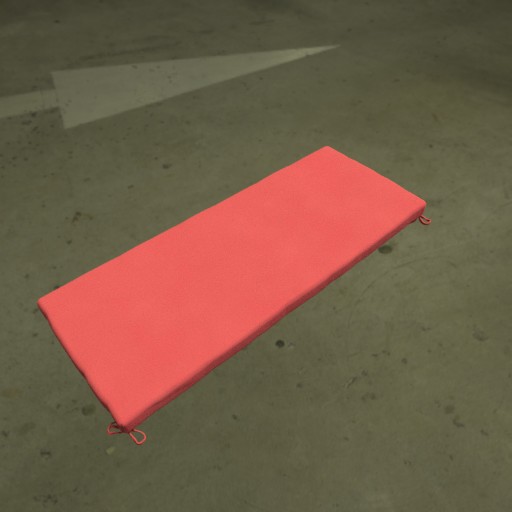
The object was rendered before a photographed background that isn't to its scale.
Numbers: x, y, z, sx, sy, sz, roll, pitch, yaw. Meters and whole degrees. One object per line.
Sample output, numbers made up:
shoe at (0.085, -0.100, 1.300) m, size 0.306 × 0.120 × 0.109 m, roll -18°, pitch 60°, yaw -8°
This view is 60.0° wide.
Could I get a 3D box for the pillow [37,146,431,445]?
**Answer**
pillow at (0.000, 0.000, 1.333) m, size 1.187 × 0.081 × 0.492 m, roll -32°, pitch 54°, yaw -27°
